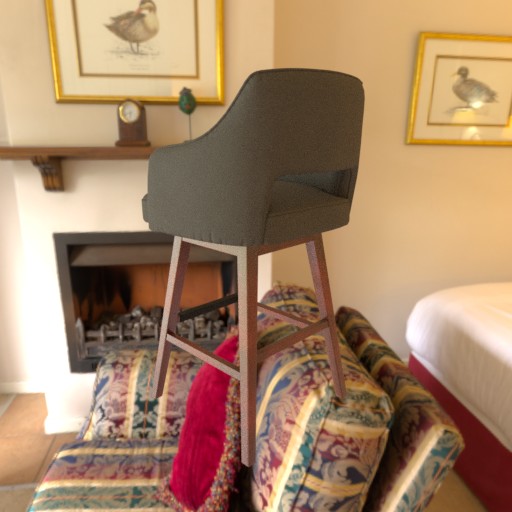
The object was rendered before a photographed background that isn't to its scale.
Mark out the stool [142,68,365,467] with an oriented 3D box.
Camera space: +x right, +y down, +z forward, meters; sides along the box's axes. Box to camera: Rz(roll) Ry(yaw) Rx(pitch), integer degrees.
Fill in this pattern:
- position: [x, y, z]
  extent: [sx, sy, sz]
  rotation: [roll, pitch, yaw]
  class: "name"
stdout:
- position: [0.000, 0.000, 1.362]
  extent: [0.558, 1.012, 0.548]
  rotation: [15, 22, 43]
  class: "stool"
